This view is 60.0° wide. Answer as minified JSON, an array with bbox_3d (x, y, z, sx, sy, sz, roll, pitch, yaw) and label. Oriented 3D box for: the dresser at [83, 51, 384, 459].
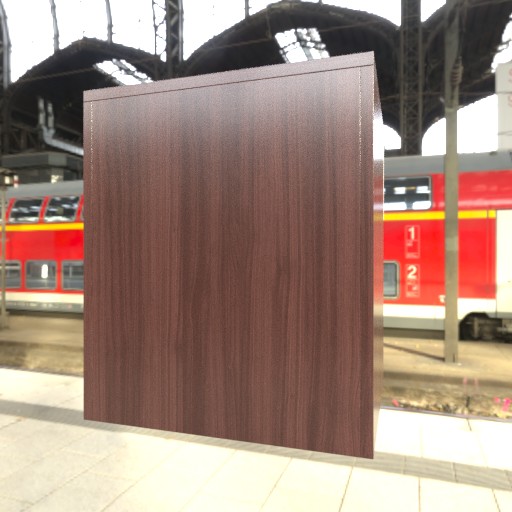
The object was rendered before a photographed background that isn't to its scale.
[{"bbox_3d":[0.000,0.000,0.741,0.400,0.470,0.360,0,0,18],"label":"dresser"}]
